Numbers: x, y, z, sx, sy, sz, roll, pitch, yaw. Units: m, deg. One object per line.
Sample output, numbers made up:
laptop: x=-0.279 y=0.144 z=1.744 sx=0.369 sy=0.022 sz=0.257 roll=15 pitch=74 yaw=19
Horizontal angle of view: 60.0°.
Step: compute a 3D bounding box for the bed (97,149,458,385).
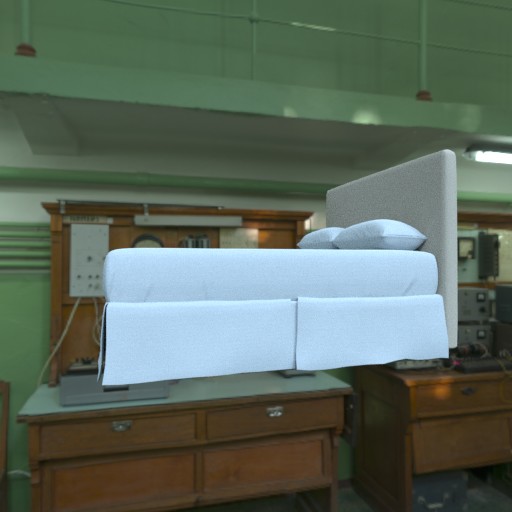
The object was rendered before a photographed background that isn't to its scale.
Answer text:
bed: x=0.000 y=0.000 z=3.253 sx=2.142 sy=1.330 sz=1.748 roll=0 pitch=-1 yaw=-17
